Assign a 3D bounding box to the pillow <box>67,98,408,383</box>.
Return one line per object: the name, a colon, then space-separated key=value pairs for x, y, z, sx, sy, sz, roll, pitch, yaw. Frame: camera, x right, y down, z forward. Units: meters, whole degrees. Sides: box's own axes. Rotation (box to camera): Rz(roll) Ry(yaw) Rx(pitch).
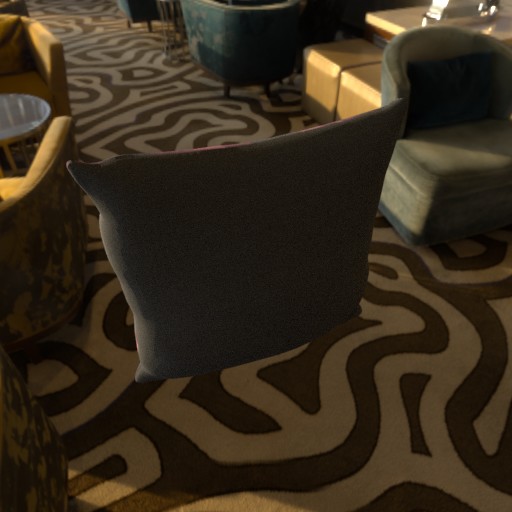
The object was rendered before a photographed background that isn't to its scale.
pillow: x=0.000 y=0.000 z=0.768 sx=0.503 sy=0.496 sz=0.208 roll=-14 pitch=44 yaw=-15
